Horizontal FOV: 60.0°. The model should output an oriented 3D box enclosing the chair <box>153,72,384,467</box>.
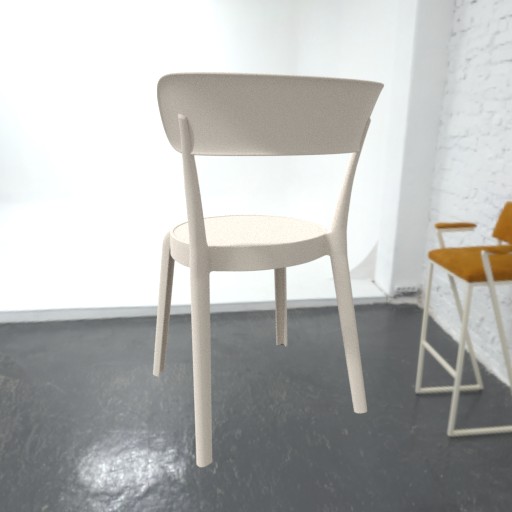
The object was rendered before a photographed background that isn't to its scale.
[{"bbox_3d":[0.000,0.000,1.098,0.506,0.790,0.491,-8,17,-25],"label":"chair"}]
